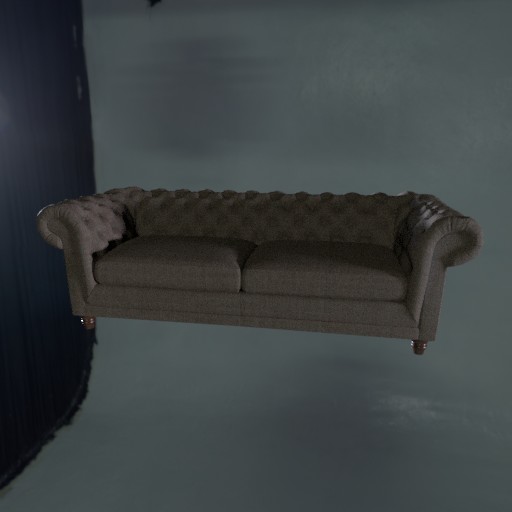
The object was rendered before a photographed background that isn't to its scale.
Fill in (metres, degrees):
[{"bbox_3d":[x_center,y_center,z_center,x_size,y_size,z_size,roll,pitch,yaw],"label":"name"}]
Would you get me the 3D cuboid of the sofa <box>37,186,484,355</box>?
[{"bbox_3d":[0.000,0.000,2.810,2.385,0.787,0.944,3,15,10],"label":"sofa"}]
